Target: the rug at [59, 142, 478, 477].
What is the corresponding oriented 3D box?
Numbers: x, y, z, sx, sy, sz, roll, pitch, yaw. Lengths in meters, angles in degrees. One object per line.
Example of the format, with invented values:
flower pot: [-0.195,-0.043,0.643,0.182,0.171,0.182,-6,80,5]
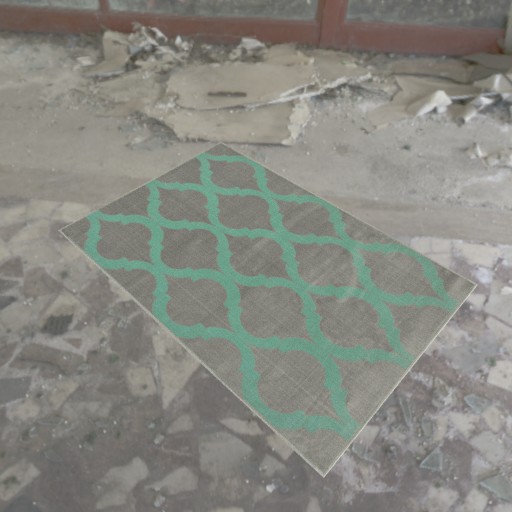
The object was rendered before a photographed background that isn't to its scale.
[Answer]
rug: [0.000,0.000,2.871,2.286,0.006,1.524,35,56,28]
